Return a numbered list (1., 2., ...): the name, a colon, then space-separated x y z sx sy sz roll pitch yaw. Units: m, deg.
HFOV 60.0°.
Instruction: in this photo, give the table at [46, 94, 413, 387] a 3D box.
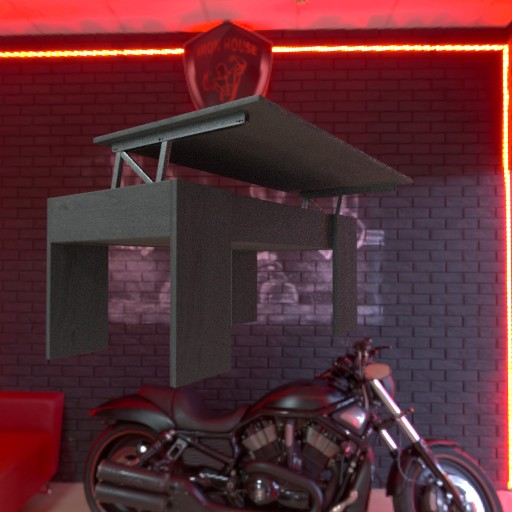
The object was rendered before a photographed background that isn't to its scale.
1. table: 0.000 0.000 1.417 0.711 0.570 1.000 -1 -1 35
